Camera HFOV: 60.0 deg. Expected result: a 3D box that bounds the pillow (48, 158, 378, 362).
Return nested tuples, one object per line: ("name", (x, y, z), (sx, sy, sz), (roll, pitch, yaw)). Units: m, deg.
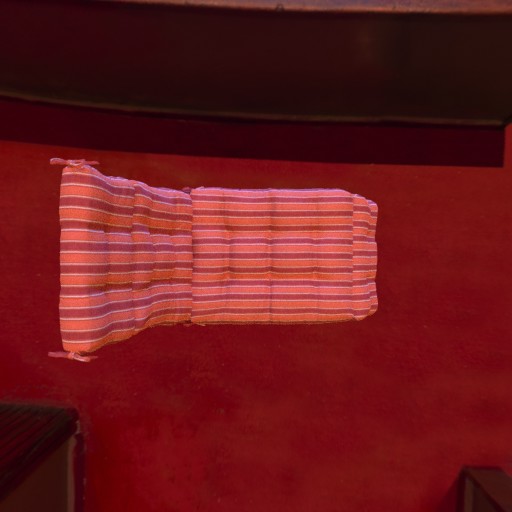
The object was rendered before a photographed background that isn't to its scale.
("pillow", (0.000, 0.000, 1.489), (1.016, 0.863, 0.526), (0, 90, 1))
